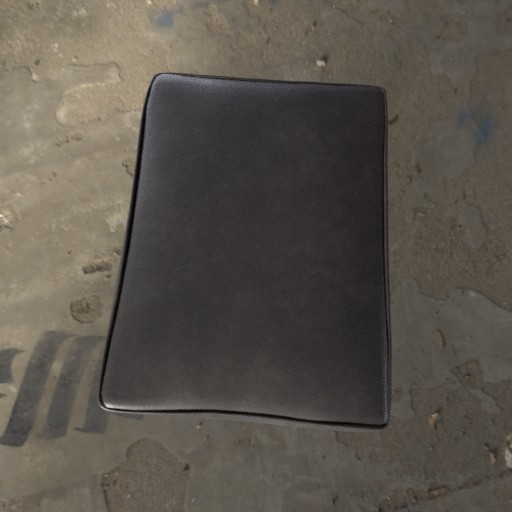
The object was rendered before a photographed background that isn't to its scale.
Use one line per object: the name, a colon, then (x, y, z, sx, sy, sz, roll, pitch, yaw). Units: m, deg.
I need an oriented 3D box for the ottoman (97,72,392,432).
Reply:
ottoman: (0.000, 0.000, 1.092, 0.554, 0.445, 0.756, 4, 73, 1)
